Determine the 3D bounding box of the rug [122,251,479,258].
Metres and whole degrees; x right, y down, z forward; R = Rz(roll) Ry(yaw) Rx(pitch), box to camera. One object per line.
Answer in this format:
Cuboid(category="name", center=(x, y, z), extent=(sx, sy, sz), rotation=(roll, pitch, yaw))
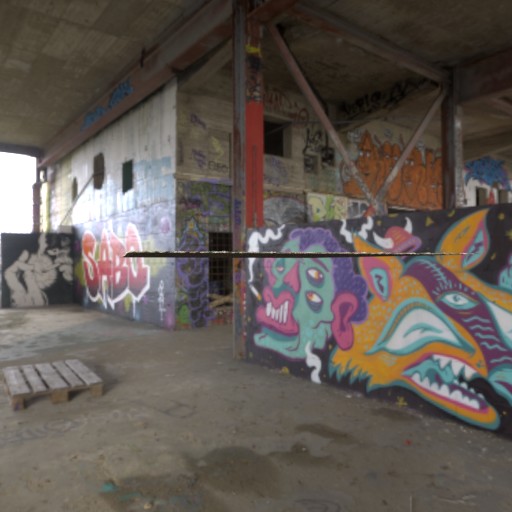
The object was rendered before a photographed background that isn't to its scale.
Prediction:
Cuboid(category="rug", center=(0.000, 0.000, 4.170), extent=(2.438, 0.010, 3.048), rotation=(0, -1, -18))
